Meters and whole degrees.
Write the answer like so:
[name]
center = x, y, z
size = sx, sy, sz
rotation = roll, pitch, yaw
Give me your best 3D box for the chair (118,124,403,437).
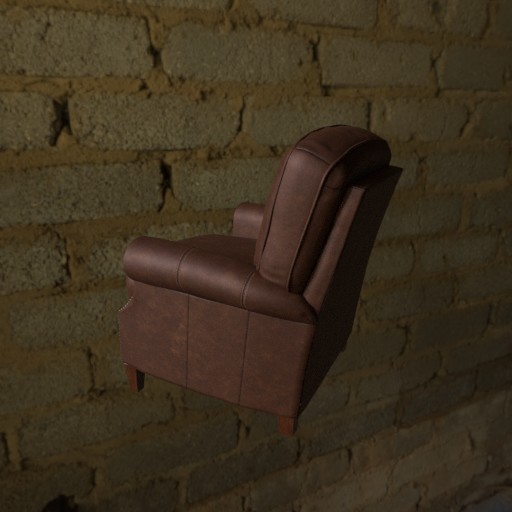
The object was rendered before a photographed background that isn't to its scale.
[chair]
center = 0.000, 0.000, 1.787
size = 0.986, 1.018, 0.936
rotation = 8, 18, 25
